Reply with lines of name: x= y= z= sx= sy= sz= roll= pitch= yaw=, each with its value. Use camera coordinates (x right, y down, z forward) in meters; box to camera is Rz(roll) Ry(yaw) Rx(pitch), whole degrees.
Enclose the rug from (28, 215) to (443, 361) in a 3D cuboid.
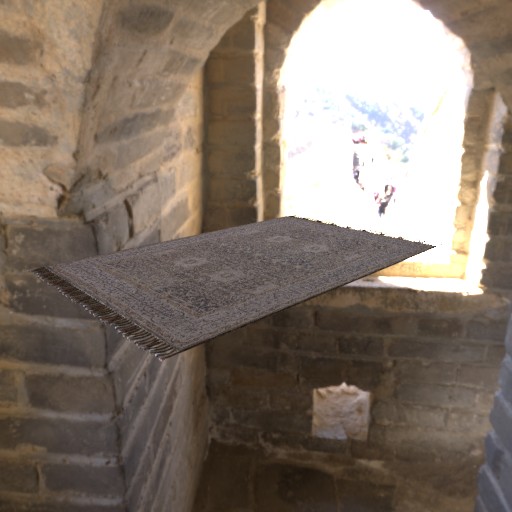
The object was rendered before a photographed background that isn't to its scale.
rug: x=0.000 y=0.000 z=2.491 sx=2.029 sy=0.010 sz=1.237 roll=-15 pitch=23 yaw=-41
